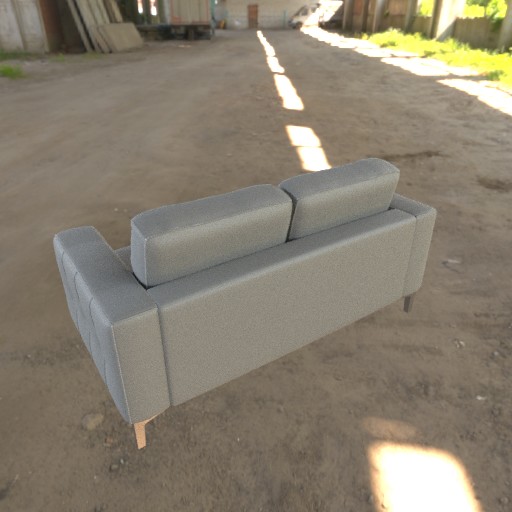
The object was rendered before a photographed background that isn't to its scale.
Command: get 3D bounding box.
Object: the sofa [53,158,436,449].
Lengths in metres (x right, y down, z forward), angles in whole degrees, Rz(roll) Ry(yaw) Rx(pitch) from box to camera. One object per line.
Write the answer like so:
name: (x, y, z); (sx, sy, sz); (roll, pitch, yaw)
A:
sofa: (0.000, 0.000, 2.224); (1.726, 0.892, 0.833); (-18, 34, -29)
